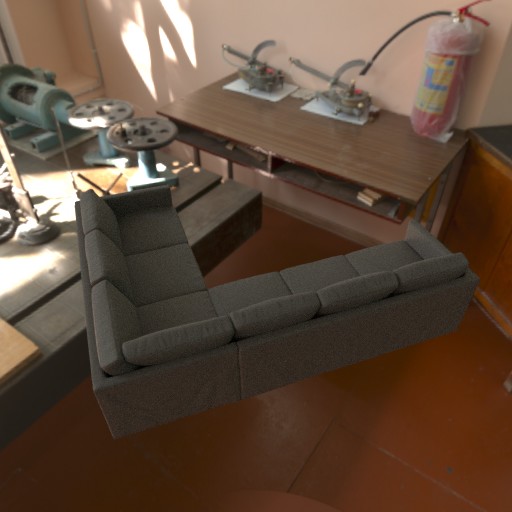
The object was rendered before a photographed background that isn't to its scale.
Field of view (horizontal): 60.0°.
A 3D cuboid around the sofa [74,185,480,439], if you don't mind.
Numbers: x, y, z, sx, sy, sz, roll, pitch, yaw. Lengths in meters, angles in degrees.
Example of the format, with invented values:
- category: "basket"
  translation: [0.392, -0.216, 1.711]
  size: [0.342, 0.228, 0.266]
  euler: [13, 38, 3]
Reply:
- category: "sofa"
  translation: [0.000, 0.000, 4.352]
  size: [3.182, 0.871, 2.432]
  euler: [-13, 42, -15]
